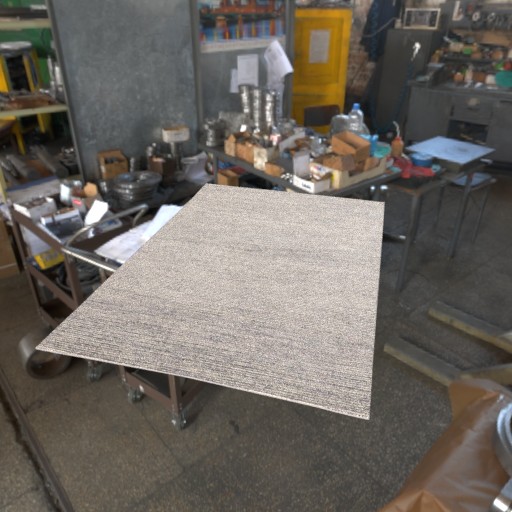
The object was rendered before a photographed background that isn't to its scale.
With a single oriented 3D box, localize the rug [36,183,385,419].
[{"bbox_3d":[0.000,0.000,2.943,1.604,0.030,2.307,8,31,14],"label":"rug"}]
